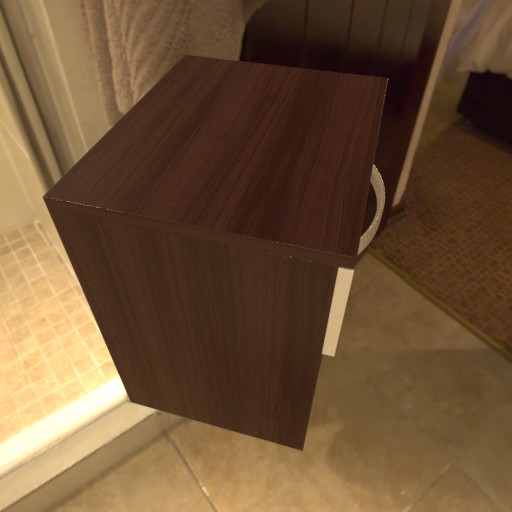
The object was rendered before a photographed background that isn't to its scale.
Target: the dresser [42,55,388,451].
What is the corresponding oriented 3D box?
[{"bbox_3d":[0.000,0.000,0.740,0.360,0.470,0.400,11,46,11],"label":"dresser"}]
